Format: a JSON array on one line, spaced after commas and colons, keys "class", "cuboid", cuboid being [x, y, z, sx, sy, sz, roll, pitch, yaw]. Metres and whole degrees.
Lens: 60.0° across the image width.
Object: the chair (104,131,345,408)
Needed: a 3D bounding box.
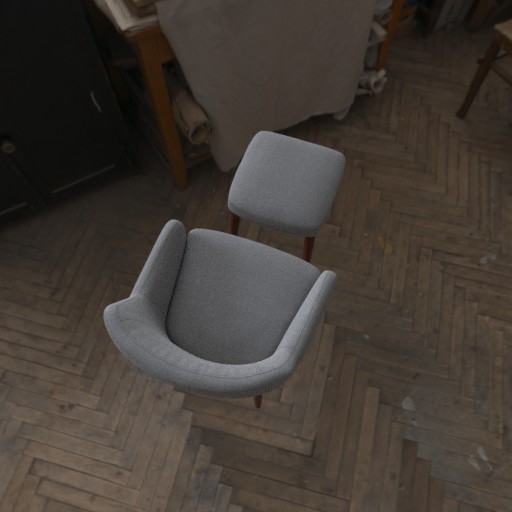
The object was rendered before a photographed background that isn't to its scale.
[{"class": "chair", "cuboid": [0.000, 0.000, 1.590, 0.584, 0.799, 1.107, 18, 65, 9]}]
